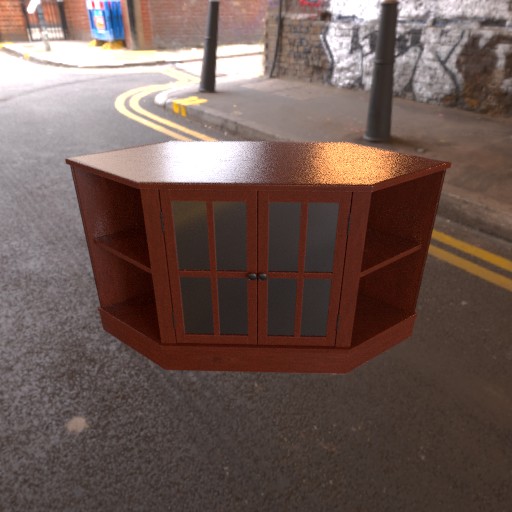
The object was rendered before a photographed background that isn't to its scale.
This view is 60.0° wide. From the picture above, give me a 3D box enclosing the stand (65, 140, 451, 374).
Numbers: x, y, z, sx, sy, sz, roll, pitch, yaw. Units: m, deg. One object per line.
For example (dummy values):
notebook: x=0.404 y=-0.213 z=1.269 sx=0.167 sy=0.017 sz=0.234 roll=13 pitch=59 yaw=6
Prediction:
stand: x=0.000 y=0.000 z=1.381 sx=1.072 sy=0.614 sz=0.381 roll=1 pitch=30 yaw=2
